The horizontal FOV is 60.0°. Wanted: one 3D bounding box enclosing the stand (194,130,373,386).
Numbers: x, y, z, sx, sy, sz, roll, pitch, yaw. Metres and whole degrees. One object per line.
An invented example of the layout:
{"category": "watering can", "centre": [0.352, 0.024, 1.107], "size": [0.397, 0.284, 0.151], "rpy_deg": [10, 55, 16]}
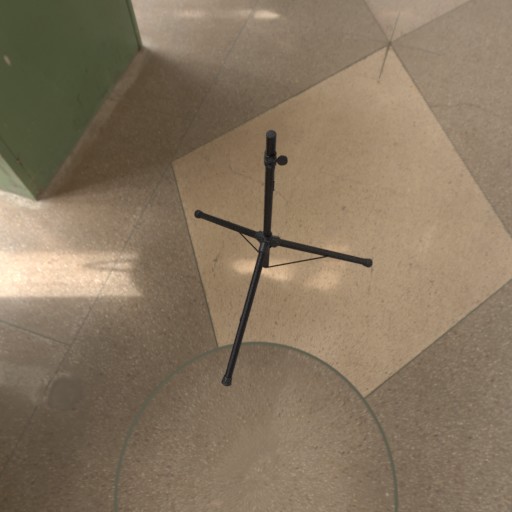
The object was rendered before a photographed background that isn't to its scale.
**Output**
{"category": "stand", "centre": [0.000, 0.000, 1.842], "size": [1.045, 1.136, 0.907], "rpy_deg": [18, 65, 9]}
